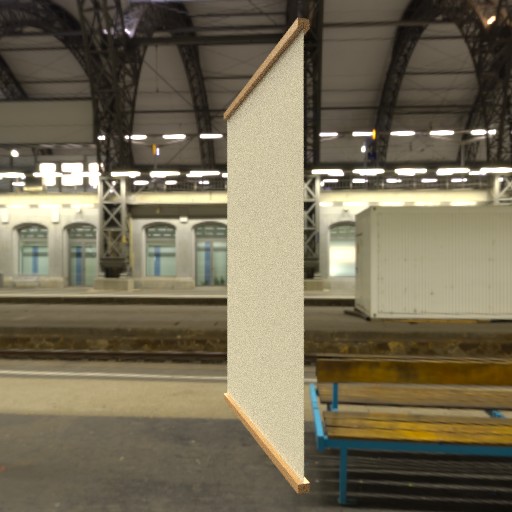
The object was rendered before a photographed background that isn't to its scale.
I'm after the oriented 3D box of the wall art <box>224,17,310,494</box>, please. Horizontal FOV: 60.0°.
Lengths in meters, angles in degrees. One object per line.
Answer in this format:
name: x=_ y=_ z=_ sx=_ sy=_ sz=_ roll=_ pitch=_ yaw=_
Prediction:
wall art: x=0.000 y=0.000 z=1.271 sx=0.027 sy=1.020 sz=0.669 roll=0 pitch=0 yaw=-18
